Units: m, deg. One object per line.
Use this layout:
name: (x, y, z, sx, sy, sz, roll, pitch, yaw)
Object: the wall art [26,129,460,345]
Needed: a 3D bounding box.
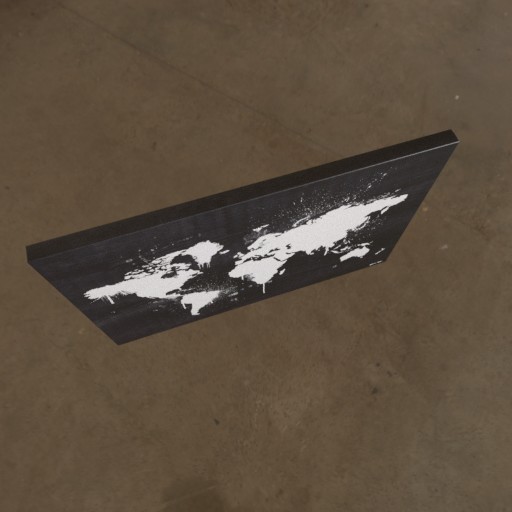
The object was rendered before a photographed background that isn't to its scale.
wall art: (0.000, 0.000, 1.170, 0.912, 0.612, 0.038, -17, 65, -8)
